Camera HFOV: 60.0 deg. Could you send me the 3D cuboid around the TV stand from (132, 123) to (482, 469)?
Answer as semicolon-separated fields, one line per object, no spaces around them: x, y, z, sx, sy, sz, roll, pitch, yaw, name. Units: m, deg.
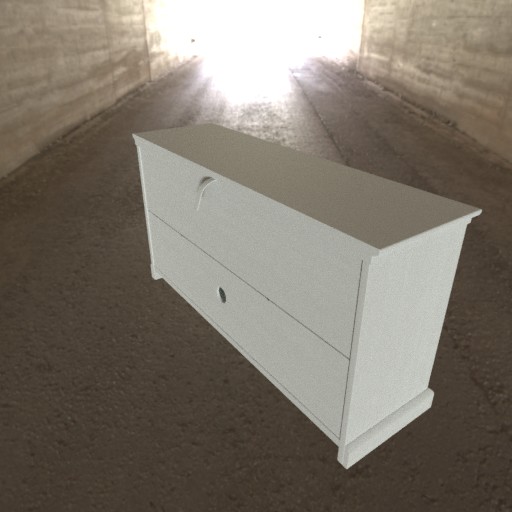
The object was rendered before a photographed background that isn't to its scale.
0.000;0.000;1.463;0.424;0.624;1.187;-19;33;-31;TV stand
